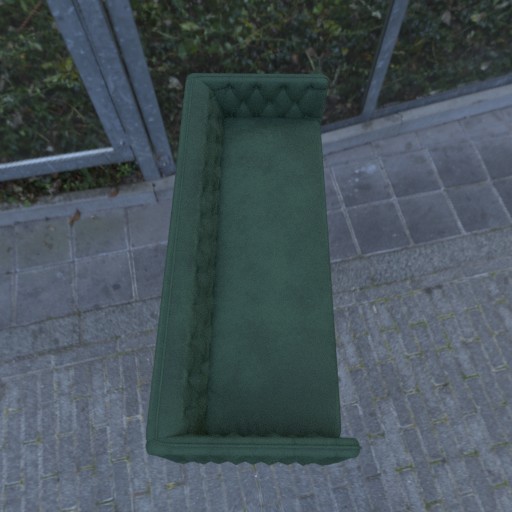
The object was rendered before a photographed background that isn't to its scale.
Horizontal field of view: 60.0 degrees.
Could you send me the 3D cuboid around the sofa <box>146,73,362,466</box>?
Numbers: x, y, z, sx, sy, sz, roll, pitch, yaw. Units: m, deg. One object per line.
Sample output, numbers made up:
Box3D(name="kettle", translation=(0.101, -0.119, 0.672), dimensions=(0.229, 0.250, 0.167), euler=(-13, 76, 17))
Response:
Box3D(name="sofa", translation=(0.000, 0.000, 2.594), dimensions=(0.895, 0.771, 2.209), euler=(1, 64, 0))
